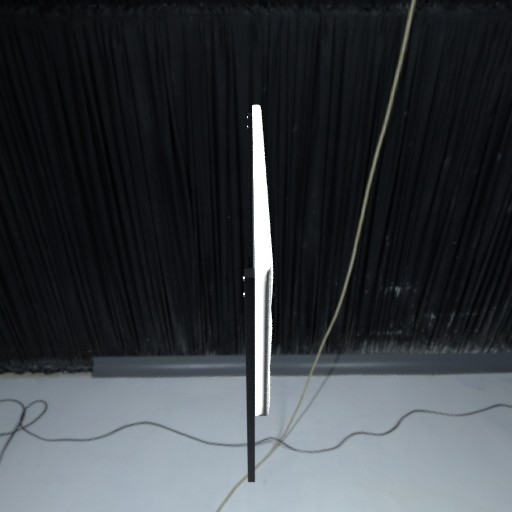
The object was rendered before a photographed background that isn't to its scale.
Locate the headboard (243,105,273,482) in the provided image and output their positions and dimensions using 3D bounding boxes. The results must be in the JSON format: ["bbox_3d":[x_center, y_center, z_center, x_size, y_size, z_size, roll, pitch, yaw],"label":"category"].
[{"bbox_3d":[0.000,0.000,2.973,0.120,1.410,2.362,0,32,0],"label":"headboard"}]
